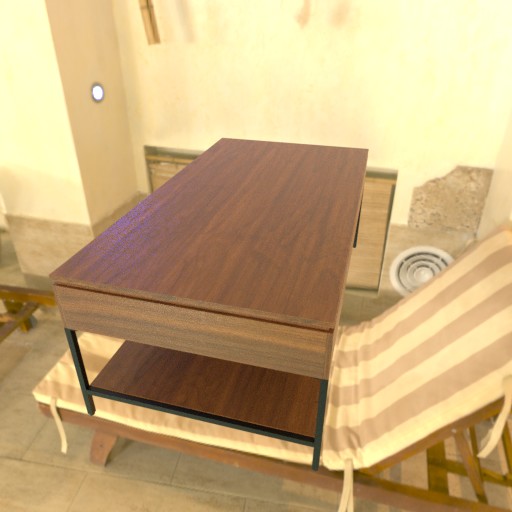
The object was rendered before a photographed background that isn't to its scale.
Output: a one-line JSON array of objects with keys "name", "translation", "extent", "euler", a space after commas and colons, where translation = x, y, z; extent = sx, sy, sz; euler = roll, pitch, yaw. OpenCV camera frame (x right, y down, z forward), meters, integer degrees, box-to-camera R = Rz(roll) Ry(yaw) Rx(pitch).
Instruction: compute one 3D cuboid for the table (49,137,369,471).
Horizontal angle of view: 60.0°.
[{"name": "table", "translation": [0.000, 0.000, 1.371], "extent": [0.574, 0.414, 1.057], "euler": [8, 31, 13]}]
